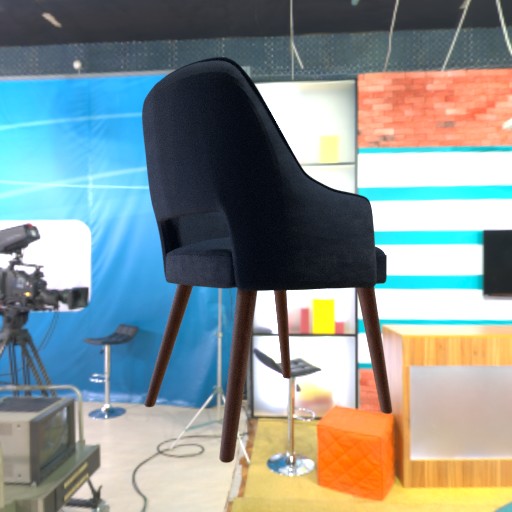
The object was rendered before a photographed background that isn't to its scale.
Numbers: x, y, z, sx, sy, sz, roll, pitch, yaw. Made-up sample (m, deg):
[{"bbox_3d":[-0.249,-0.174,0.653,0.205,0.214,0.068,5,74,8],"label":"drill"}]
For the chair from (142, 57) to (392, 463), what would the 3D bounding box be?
[{"bbox_3d":[0.000,0.000,1.211,0.591,0.844,0.559,0,-1,-35],"label":"chair"}]
